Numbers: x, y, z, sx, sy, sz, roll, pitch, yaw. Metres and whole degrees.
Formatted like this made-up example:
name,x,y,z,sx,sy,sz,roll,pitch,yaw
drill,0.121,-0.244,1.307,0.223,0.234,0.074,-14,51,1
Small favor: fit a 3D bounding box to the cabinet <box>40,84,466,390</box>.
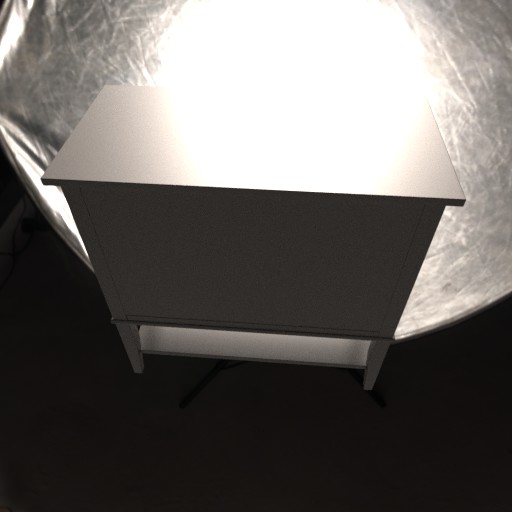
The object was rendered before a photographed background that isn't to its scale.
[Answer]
name,x,y,z,sx,sy,sz,roll,pitch,yaw
cabinet,0.000,0.000,1.247,0.801,0.780,0.396,3,47,3
